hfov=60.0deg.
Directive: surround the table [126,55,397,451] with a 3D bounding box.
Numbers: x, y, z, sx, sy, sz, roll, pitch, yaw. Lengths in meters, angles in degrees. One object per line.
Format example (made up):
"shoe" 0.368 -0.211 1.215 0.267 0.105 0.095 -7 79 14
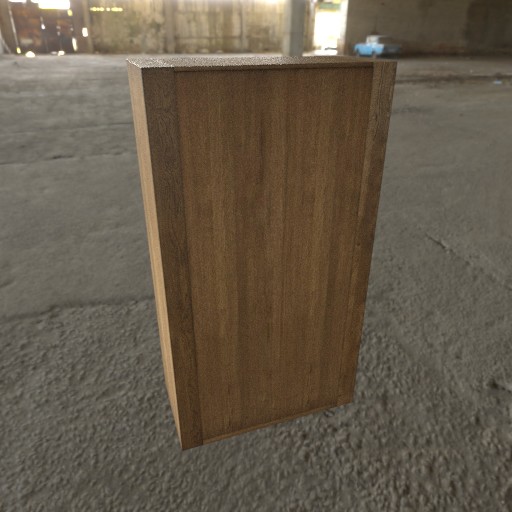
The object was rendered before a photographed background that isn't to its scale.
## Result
"table" 0.000 0.000 2.472 1.100 2.000 0.600 -9 28 -17
